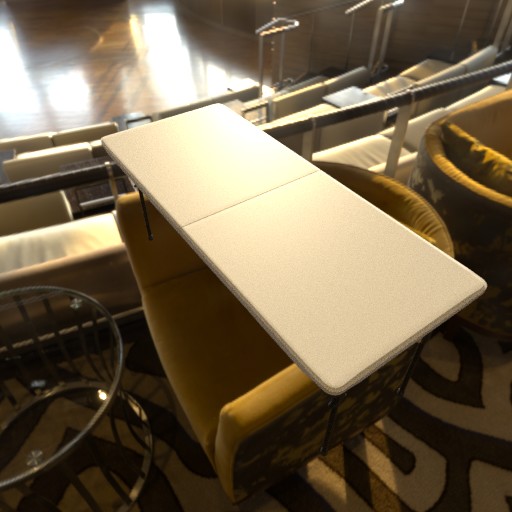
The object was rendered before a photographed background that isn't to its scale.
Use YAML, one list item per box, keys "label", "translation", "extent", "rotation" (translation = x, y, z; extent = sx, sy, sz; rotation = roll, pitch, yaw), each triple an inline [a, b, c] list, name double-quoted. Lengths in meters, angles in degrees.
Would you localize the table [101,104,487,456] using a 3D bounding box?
- label: "table"
  translation: [0.000, 0.000, 2.198]
  extent: [0.761, 0.719, 1.829]
  rotation: [-26, 49, -25]
